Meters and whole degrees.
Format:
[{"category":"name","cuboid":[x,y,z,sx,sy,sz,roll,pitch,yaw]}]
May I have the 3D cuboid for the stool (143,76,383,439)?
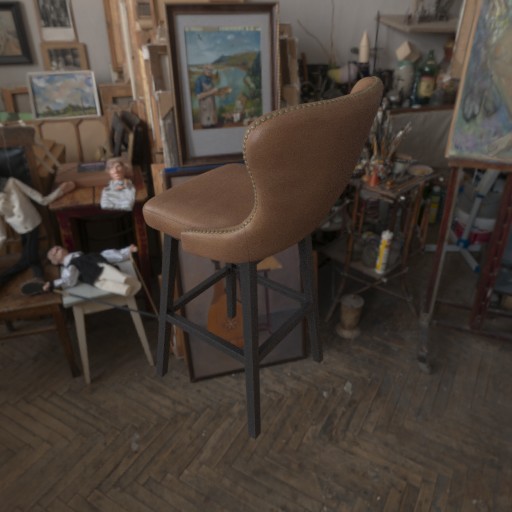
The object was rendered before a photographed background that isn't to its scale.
[{"category":"stool","cuboid":[0.000,0.000,1.372,0.601,1.050,0.528,22,38,30]}]
